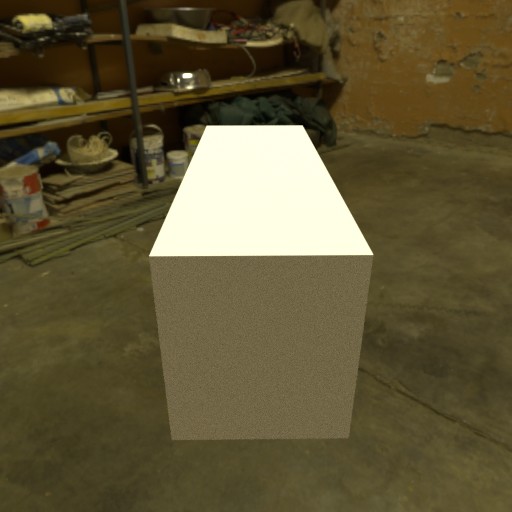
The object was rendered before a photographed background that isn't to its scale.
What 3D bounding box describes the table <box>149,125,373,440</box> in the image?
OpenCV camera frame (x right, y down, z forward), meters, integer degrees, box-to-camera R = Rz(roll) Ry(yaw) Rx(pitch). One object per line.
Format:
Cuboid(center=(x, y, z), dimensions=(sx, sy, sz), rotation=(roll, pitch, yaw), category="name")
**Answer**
Cuboid(center=(0.000, 0.000, 1.835), dimensions=(0.508, 0.769, 1.500), rotation=(0, 27, -1), category="table")
